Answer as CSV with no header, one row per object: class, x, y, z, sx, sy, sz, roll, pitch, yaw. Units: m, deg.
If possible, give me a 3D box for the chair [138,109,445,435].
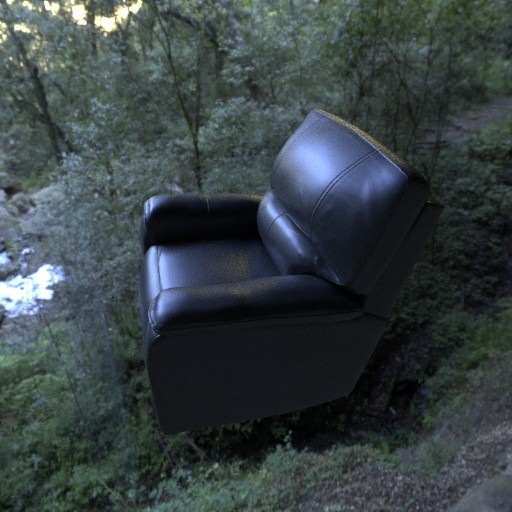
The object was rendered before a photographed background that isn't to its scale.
chair,0.000,0.000,1.987,1.087,1.109,1.096,-7,31,-12
